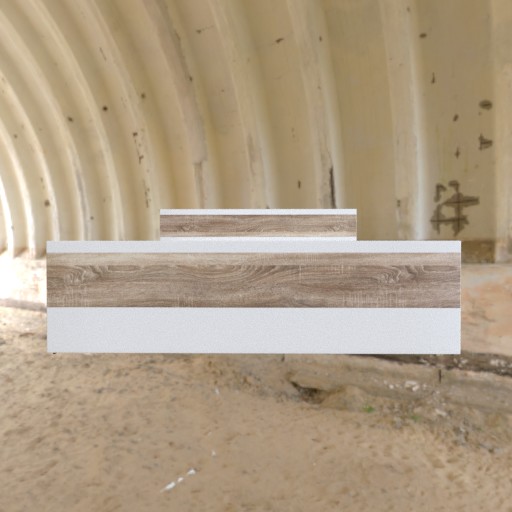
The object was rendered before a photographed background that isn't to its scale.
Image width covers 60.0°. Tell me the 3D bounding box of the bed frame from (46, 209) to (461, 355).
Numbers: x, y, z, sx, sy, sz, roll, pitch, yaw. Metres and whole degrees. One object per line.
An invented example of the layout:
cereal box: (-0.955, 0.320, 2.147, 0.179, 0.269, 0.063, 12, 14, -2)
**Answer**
bed frame: (0.000, 0.000, 2.868, 1.720, 0.800, 2.060, 0, 1, 1)
